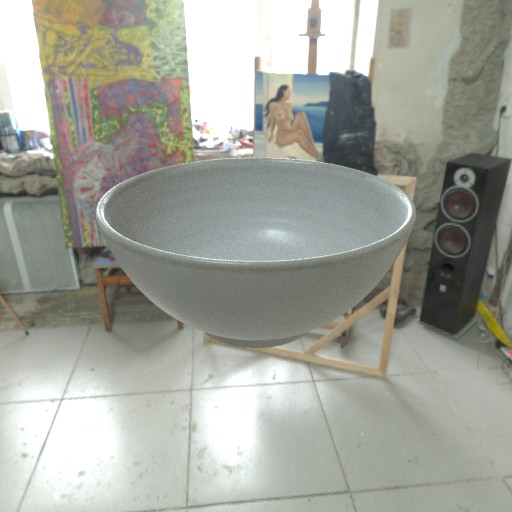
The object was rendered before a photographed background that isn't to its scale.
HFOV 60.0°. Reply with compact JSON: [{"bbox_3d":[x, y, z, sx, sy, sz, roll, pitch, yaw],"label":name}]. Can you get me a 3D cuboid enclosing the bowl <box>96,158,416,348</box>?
[{"bbox_3d":[0.000,0.000,0.415,0.268,0.121,0.268,0,26,0],"label":"bowl"}]
